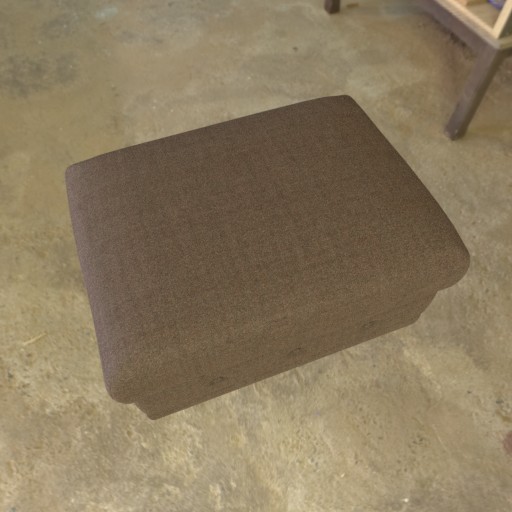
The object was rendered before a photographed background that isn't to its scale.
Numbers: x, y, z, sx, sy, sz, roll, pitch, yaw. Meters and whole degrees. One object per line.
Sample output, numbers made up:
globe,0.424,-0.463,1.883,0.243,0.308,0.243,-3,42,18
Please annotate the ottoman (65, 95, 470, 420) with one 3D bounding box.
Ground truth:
ottoman,0.000,0.000,1.175,0.809,0.555,0.599,-18,60,-11
